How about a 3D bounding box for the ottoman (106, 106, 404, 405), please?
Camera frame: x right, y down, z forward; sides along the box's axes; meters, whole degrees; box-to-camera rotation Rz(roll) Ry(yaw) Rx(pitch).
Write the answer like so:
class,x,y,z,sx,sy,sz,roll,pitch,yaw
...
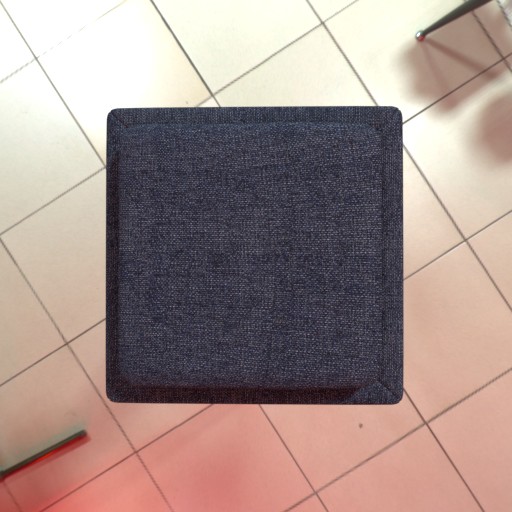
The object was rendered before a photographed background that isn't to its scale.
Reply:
class,x,y,z,sx,sy,sz,roll,pitch,yaw
ottoman,0.000,0.000,0.833,0.450,0.460,0.450,0,90,1
